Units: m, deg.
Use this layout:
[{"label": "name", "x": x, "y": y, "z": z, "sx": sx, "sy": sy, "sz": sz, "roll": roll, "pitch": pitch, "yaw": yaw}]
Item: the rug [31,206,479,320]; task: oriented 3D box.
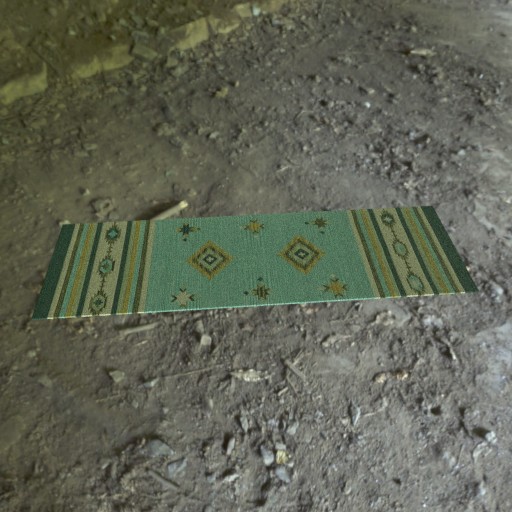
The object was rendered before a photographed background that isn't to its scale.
[{"label": "rug", "x": 0.000, "y": 0.000, "z": 2.666, "sx": 2.441, "sy": 0.010, "sz": 0.744, "roll": -3, "pitch": 46, "yaw": -3}]
